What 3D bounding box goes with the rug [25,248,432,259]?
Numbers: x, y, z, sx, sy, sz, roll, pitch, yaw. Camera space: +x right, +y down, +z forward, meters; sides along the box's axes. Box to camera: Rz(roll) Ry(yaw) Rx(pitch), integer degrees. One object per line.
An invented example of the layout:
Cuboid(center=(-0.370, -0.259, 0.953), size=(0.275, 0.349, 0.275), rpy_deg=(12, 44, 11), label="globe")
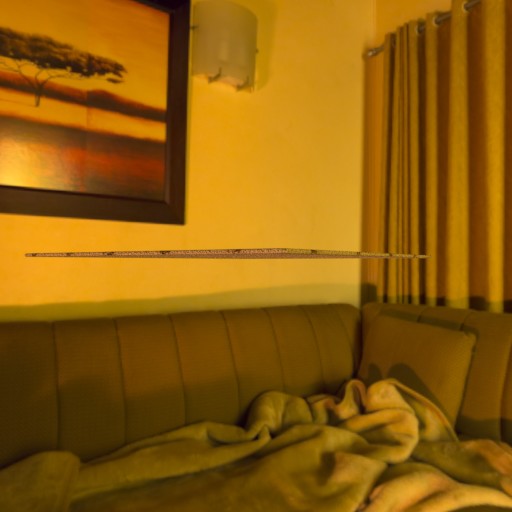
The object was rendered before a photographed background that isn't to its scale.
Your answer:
Cuboid(center=(0.000, 0.000, 4.117), size=(2.438, 0.029, 3.047), rpy_deg=(-1, -1, 34), label="rug")
